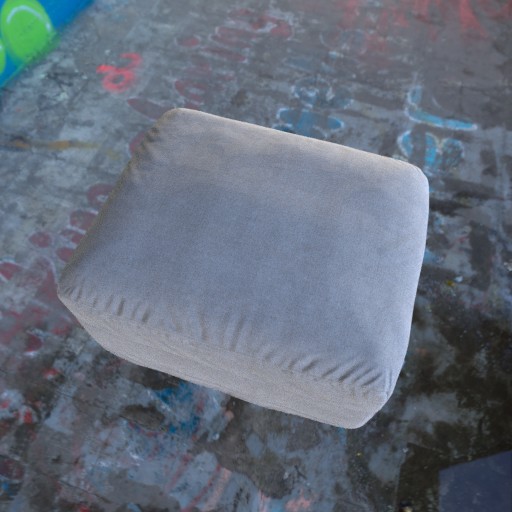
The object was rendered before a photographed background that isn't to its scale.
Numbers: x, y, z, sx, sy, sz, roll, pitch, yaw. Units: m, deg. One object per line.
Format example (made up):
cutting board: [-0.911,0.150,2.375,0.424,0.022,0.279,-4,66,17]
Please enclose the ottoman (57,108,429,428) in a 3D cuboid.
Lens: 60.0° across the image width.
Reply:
ottoman: [0.000,0.000,1.241,0.837,0.481,0.683,16,60,9]
